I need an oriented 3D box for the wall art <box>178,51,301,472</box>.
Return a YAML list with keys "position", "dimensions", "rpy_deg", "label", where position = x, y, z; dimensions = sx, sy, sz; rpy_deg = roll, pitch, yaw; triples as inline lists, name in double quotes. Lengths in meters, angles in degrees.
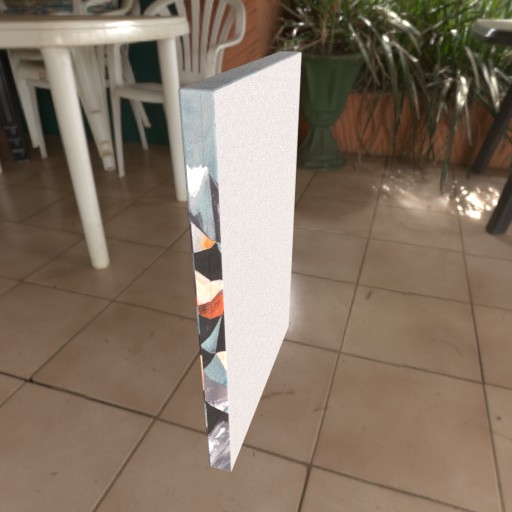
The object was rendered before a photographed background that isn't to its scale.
- position: [0.000, 0.000, 1.144]
  dimensions: [0.061, 0.911, 0.609]
  rpy_deg: [9, 31, 15]
  label: "wall art"
